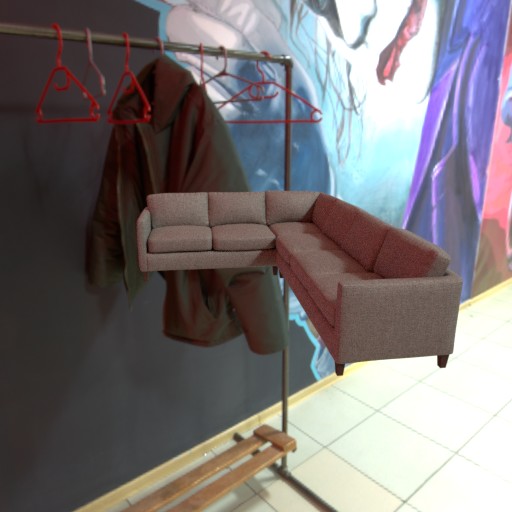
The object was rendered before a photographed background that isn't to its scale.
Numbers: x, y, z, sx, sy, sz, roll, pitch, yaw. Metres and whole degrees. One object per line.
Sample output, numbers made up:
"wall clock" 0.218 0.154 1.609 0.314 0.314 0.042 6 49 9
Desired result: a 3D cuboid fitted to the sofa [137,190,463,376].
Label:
"sofa" 0.000 0.000 4.565 2.593 0.947 3.302 -2 16 -8
